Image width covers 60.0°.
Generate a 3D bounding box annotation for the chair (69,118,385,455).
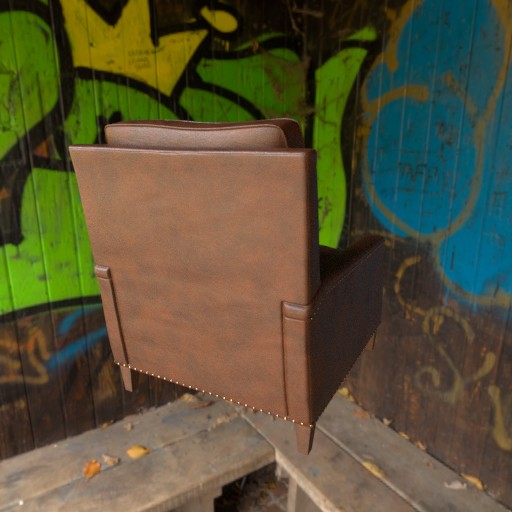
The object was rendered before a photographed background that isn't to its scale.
[{"bbox_3d":[0.000,0.000,1.806,0.854,1.054,1.035,8,18,27],"label":"chair"}]
